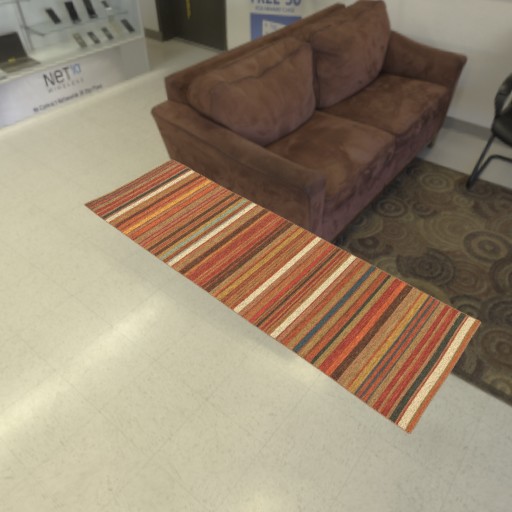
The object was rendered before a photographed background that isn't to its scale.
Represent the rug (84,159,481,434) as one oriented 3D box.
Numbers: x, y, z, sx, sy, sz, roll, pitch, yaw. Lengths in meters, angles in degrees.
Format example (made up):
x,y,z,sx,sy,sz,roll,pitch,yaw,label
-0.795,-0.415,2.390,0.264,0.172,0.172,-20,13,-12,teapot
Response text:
x,y,z,sx,sy,sz,roll,pitch,yaw,label
0.000,0.000,2.684,2.444,0.030,0.799,31,52,28,rug
